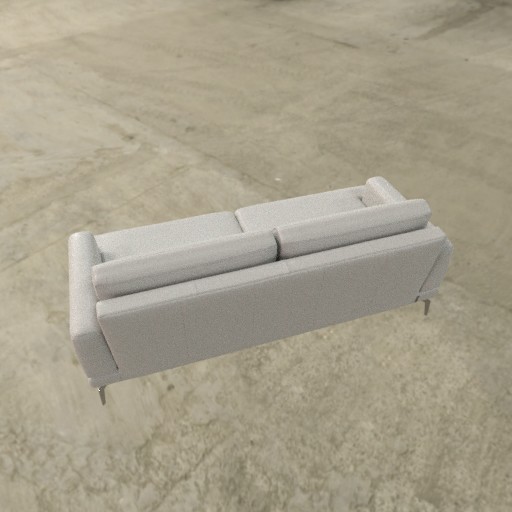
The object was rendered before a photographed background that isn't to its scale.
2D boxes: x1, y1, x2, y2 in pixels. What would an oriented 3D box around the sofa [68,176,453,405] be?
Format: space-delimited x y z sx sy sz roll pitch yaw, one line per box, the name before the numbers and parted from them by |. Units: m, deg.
sofa | 0.000 0.000 2.467 1.940 0.765 0.974 -12 43 -14
